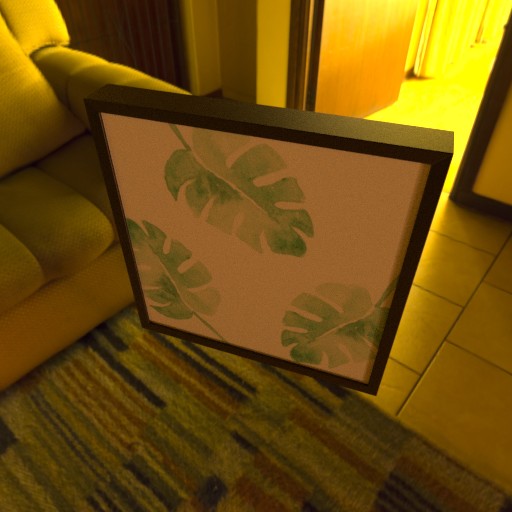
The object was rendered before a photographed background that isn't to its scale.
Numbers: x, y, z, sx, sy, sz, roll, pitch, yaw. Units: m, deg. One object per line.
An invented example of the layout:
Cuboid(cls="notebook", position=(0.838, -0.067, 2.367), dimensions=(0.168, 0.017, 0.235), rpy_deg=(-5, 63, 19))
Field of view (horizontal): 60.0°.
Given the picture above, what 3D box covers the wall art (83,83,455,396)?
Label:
Cuboid(cls="wall art", position=(0.000, 0.000, 0.457), dimensions=(0.304, 0.304, 0.038), rpy_deg=(13, 42, 15))
